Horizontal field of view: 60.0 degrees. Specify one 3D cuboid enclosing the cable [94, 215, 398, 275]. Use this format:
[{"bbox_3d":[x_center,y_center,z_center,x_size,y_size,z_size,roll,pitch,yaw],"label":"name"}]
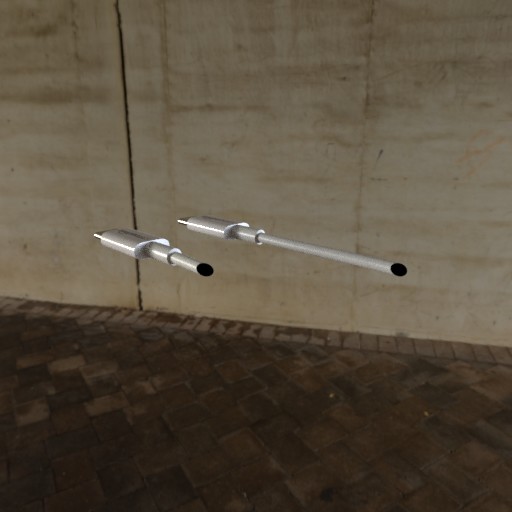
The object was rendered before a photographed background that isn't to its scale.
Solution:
[{"bbox_3d":[0.000,0.000,0.111,0.041,0.005,0.098,-15,22,-42],"label":"cable"}]
